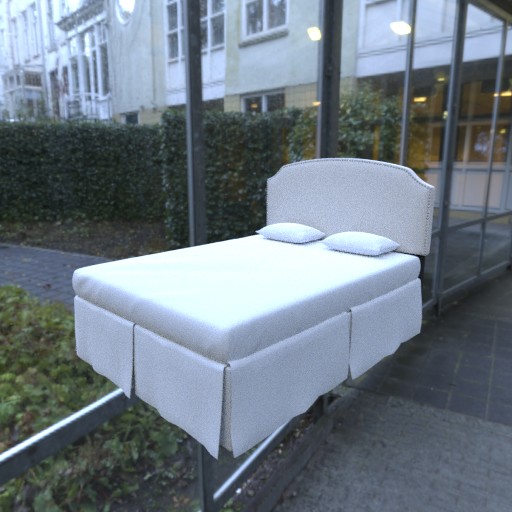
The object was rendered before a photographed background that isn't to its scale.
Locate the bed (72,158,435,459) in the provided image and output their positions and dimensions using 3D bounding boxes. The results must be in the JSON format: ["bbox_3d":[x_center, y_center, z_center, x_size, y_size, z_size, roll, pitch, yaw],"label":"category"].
[{"bbox_3d":[0.000,0.000,2.964,1.558,1.270,1.999,12,17,42],"label":"bed"}]
